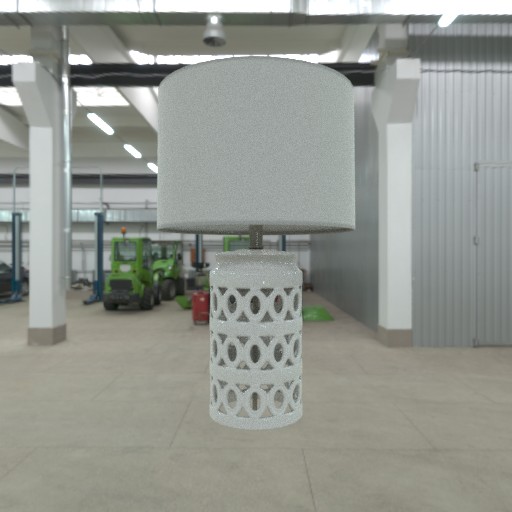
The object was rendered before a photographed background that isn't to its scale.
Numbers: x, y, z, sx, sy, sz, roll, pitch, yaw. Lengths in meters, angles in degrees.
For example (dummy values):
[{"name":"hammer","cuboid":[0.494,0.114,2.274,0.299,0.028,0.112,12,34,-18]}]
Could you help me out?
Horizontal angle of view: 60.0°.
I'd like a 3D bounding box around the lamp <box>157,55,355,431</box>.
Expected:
[{"name":"lamp","cuboid":[0.000,0.000,0.708,0.310,0.502,0.310,0,0,0]}]
